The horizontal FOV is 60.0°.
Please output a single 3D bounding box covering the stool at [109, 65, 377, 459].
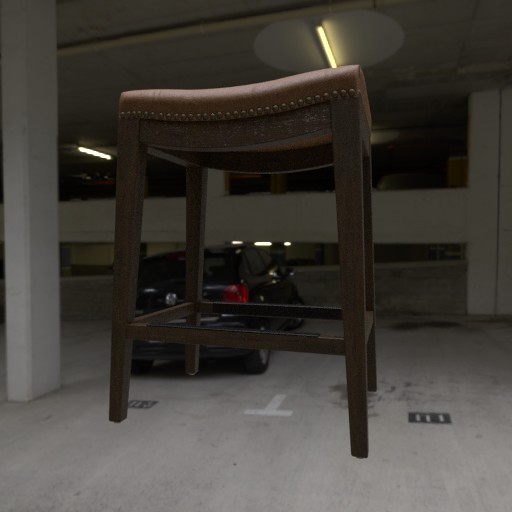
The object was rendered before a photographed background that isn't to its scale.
[{"bbox_3d":[0.000,0.000,0.964,0.500,0.660,0.361,1,2,18],"label":"stool"}]
